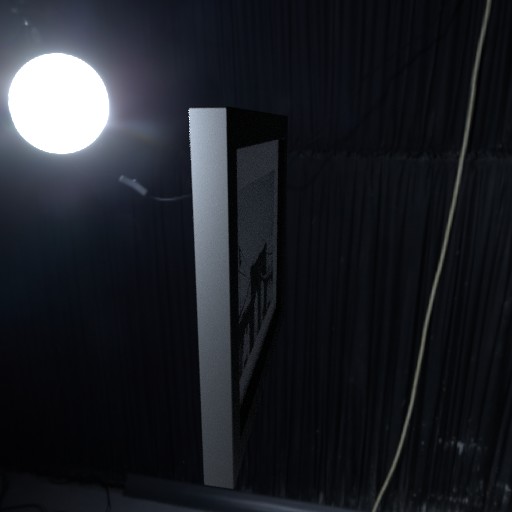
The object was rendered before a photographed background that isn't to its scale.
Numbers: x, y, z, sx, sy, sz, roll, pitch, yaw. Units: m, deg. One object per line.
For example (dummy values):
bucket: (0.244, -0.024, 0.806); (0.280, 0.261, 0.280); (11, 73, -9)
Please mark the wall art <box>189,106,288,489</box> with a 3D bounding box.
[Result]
wall art: (0.000, 0.000, 0.538); (0.028, 0.330, 0.380); (3, 17, 10)
